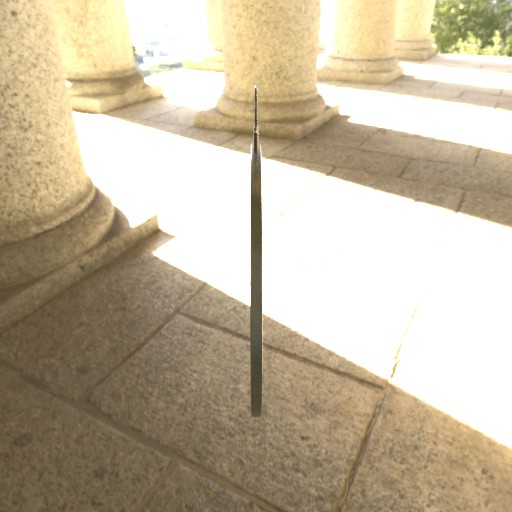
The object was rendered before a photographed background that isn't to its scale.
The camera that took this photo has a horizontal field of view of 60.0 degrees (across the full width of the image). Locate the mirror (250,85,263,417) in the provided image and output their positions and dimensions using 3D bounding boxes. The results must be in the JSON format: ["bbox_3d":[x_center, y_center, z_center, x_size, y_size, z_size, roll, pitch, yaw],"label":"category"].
[{"bbox_3d":[0.000,0.000,0.979,0.020,0.713,0.594,0,31,0],"label":"mirror"}]
